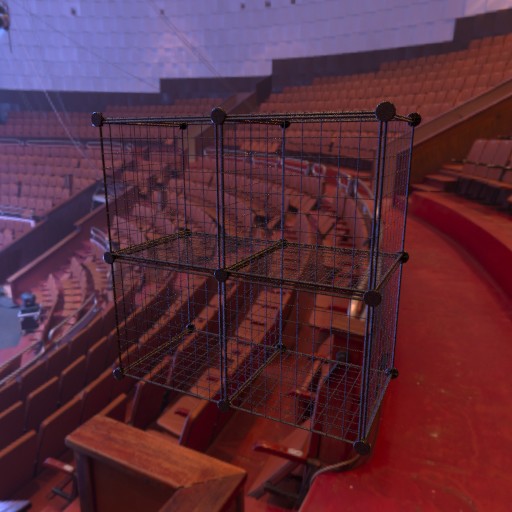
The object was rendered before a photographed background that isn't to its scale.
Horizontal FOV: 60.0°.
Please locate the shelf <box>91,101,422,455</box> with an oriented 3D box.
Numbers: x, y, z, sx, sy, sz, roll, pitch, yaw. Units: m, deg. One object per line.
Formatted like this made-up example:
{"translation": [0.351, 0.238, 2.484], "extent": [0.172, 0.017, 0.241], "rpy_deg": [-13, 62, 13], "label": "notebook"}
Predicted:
{"translation": [0.000, 0.000, 1.151], "extent": [0.711, 0.711, 0.356], "rpy_deg": [7, 16, 26], "label": "shelf"}
